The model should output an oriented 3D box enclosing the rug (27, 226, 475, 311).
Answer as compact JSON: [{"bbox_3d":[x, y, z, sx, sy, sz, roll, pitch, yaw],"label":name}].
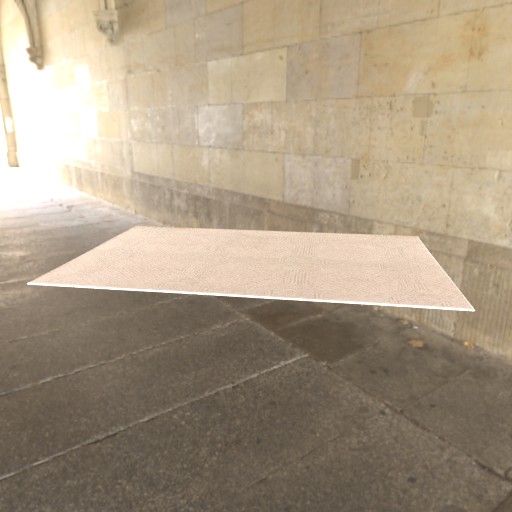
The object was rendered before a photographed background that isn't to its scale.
[{"bbox_3d":[0.000,0.000,3.099,2.440,0.008,1.524,3,17,9],"label":"rug"}]
